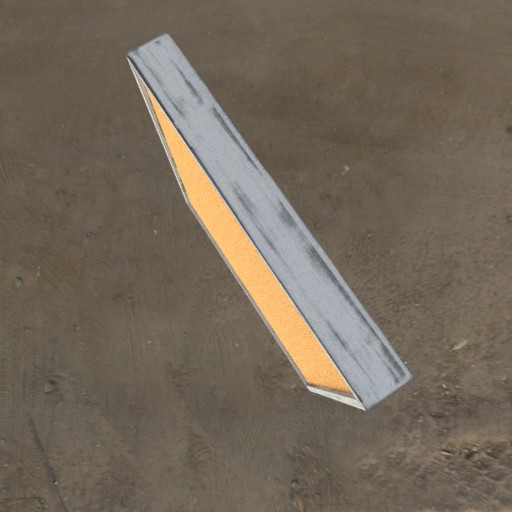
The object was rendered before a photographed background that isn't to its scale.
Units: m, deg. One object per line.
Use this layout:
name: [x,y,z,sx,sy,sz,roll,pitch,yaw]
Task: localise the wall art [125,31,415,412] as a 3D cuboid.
wall art: [0.000,0.000,0.449,0.036,0.303,0.303,-32,78,-8]
